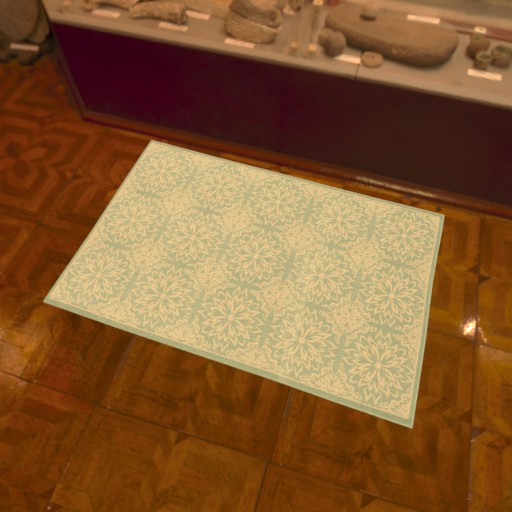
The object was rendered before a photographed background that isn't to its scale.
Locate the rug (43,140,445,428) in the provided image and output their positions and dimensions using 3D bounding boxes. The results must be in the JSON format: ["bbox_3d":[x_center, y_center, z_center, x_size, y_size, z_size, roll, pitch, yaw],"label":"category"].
[{"bbox_3d":[0.000,0.000,3.531,2.746,0.018,1.819,16,59,10],"label":"rug"}]
